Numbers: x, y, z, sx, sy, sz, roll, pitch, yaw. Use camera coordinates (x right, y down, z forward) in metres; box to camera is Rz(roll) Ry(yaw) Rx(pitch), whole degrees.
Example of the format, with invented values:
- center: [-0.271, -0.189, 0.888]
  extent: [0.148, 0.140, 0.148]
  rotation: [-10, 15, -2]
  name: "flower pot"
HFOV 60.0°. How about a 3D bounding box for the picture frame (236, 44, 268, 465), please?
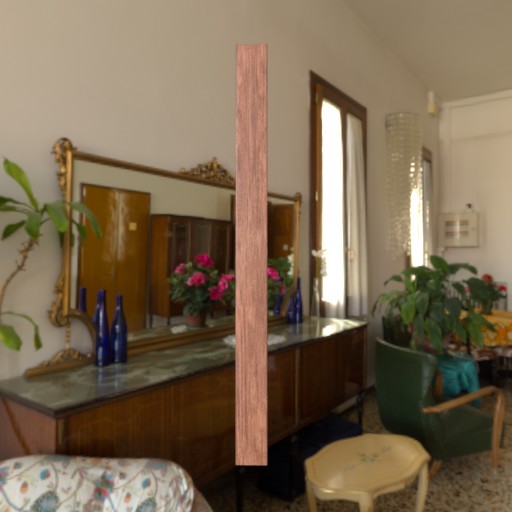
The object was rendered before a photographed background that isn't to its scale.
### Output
- center: [0.000, 0.000, 0.538]
  extent: [0.025, 0.330, 0.381]
  rotation: [0, 0, 1]
  name: "picture frame"
